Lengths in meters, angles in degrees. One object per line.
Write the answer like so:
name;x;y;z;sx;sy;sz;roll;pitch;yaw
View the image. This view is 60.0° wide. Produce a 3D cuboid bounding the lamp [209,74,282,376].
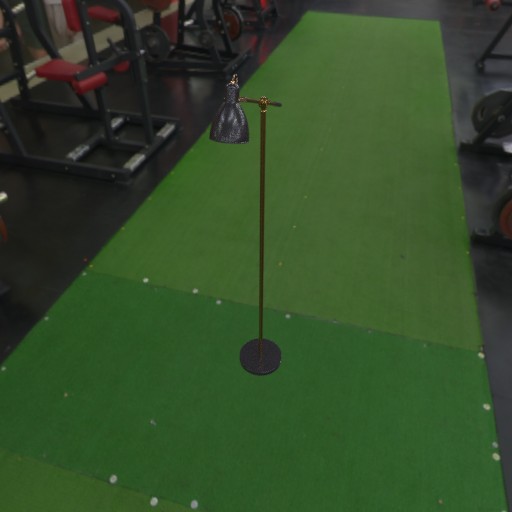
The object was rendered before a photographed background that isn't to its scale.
lamp;0.000;0.000;1.892;0.235;1.628;0.618;12;42;14
